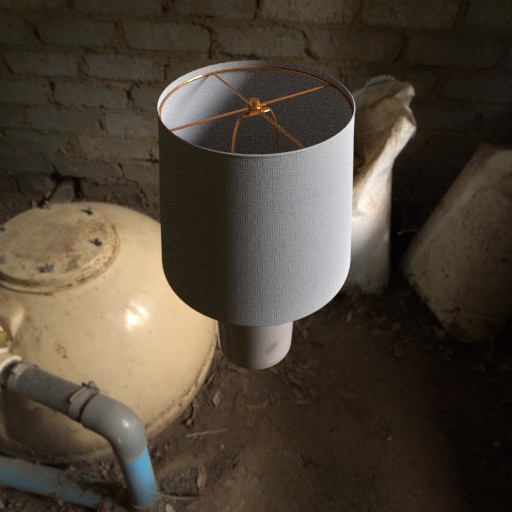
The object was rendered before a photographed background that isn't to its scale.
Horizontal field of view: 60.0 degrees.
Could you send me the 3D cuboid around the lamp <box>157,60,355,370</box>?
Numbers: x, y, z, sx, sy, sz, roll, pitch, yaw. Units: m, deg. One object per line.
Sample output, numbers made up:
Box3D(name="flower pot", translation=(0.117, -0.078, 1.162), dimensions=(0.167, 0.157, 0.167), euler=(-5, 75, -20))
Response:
Box3D(name="lamp", translation=(0.000, 0.000, 0.458), dimensions=(0.189, 0.340, 0.189), euler=(0, 46, 0))
